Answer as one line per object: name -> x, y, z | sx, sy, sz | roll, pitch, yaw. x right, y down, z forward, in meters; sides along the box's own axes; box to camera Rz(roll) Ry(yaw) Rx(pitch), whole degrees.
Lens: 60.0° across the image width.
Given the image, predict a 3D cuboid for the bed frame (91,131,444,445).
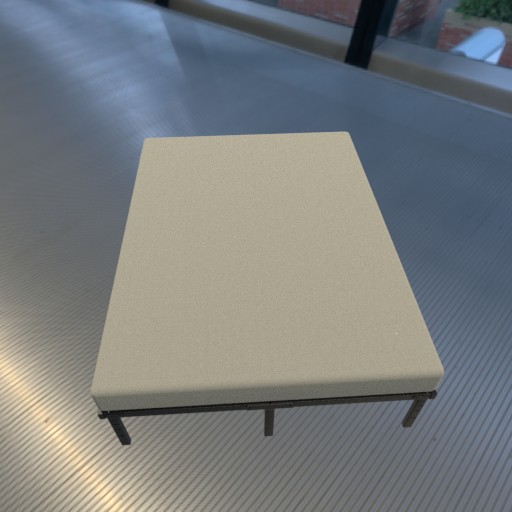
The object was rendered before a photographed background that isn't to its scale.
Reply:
bed frame -> 0.000, 0.000, 3.558 | 1.990, 0.680, 2.635 | -3, 46, -3
